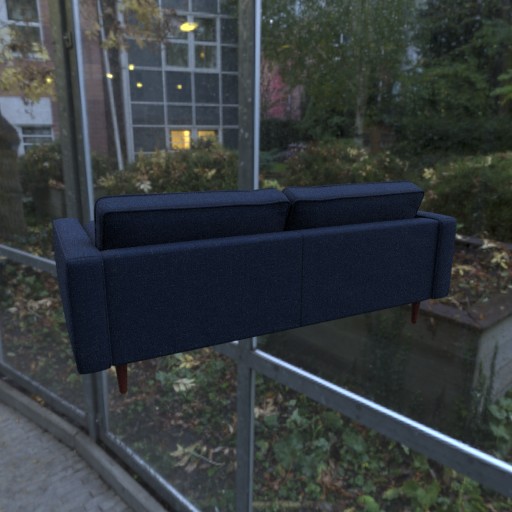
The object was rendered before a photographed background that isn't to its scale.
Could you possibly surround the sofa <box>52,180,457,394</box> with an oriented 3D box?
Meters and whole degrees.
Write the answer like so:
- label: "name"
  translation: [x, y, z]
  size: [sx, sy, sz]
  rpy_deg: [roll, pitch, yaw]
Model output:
- label: "sofa"
  translation: [0.000, 0.000, 2.305]
  size: [1.880, 0.762, 0.914]
  rpy_deg: [-7, 16, -26]
